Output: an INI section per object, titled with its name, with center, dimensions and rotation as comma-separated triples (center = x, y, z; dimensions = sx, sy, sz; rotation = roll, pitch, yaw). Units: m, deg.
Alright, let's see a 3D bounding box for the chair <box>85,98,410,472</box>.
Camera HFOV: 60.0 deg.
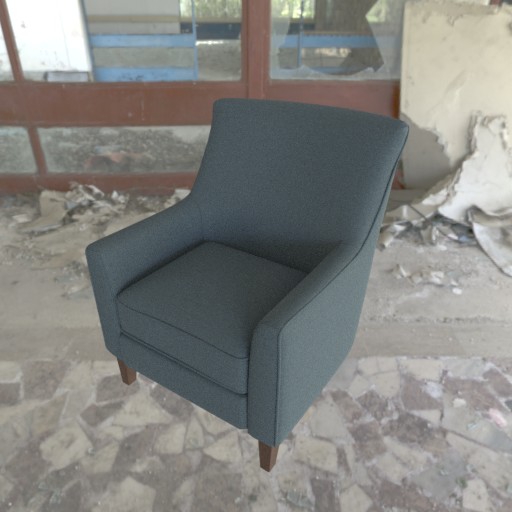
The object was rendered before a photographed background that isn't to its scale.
[chair]
center = 0.000, 0.000, 1.560
dimensions = 0.756, 0.916, 0.879
rotation = 19, 34, 30
